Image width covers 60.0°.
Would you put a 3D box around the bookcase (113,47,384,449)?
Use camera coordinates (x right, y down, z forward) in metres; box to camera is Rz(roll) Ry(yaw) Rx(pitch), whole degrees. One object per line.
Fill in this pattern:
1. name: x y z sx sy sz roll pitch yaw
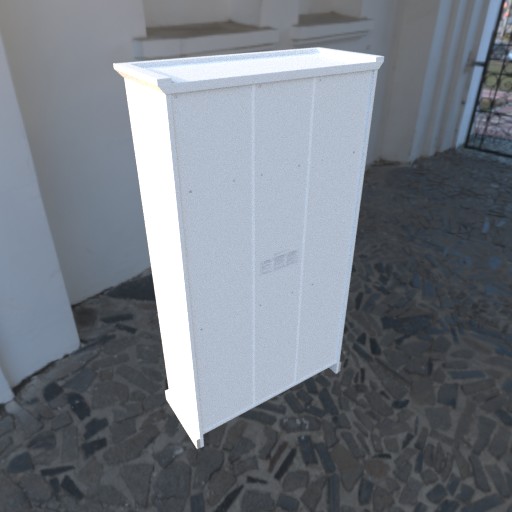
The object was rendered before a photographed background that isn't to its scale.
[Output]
1. bookcase: 0.000 0.000 2.305 1.050 1.880 0.432 -19 36 -28
